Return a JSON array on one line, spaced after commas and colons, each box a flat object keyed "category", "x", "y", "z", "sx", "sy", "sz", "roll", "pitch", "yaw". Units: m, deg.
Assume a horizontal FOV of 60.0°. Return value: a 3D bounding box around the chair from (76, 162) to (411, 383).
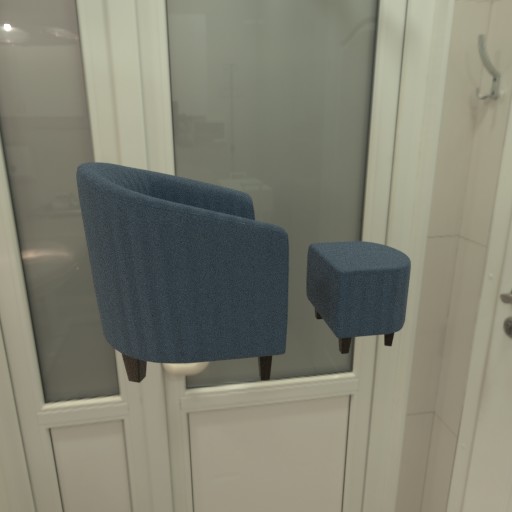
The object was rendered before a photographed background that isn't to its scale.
[{"category": "chair", "x": 0.000, "y": 0.000, "z": 1.791, "sx": 1.288, "sy": 0.757, "sz": 0.756, "roll": -3, "pitch": 18, "yaw": -10}]
